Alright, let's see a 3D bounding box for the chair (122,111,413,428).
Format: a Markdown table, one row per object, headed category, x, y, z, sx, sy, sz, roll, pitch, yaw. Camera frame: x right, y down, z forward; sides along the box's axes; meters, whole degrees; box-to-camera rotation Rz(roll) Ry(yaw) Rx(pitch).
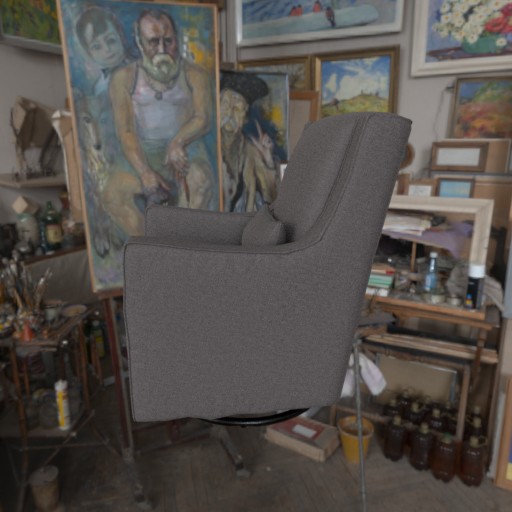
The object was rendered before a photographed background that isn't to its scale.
| category | x | y | z | sx | sy | sz | roll | pitch | yaw |
| --- | --- | --- | --- | --- | --- | --- | --- | --- | --- |
| chair | 0.000 | 0.000 | 1.607 | 0.879 | 0.993 | 0.732 | -2 | 15 | -8 |
